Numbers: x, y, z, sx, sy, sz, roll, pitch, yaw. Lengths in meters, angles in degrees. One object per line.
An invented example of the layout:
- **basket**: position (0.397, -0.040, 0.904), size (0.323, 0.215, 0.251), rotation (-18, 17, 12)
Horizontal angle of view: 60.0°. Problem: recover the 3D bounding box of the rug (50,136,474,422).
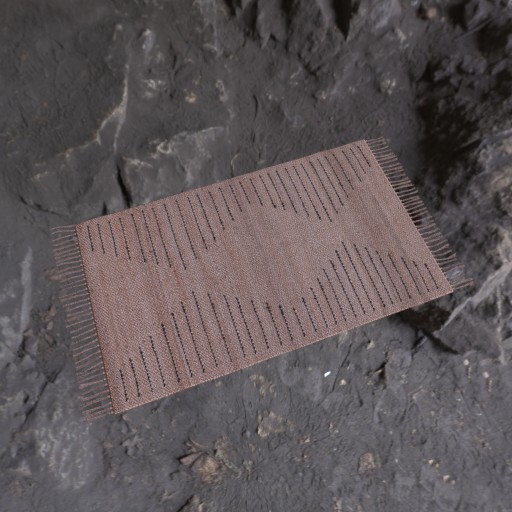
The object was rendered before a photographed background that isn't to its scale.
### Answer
- **rug**: position (0.000, 0.000, 1.989), size (1.718, 0.017, 0.905), rotation (-18, 66, -8)
